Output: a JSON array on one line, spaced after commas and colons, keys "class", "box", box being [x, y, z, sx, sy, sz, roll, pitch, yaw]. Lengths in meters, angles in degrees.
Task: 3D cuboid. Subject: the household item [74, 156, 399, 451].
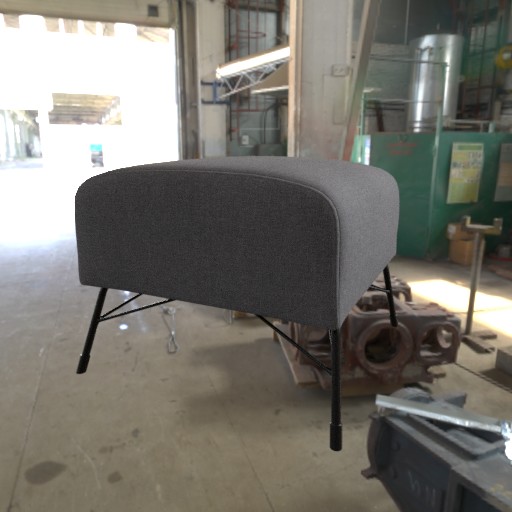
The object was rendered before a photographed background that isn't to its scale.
[{"class": "household item", "box": [0.000, 0.000, 0.933, 0.530, 0.410, 0.530, 7, 15, 25]}]
